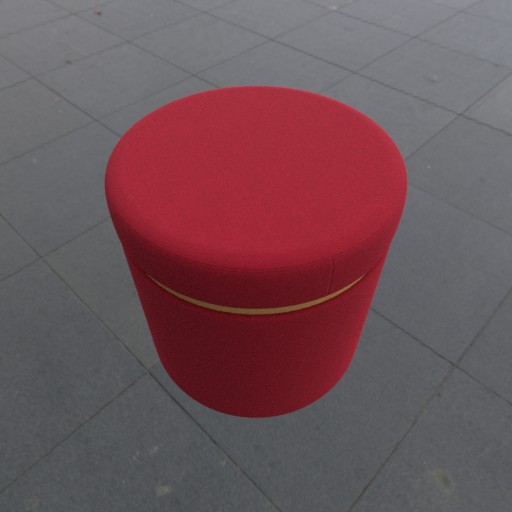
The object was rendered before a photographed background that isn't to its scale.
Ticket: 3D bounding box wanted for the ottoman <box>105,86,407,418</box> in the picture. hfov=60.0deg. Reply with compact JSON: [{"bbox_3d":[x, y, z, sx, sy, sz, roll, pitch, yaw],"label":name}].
[{"bbox_3d":[0.000,0.000,0.734,0.400,0.406,0.400,0,48,0],"label":"ottoman"}]
